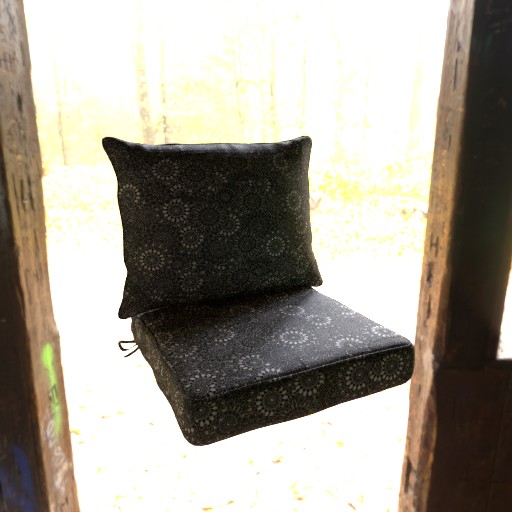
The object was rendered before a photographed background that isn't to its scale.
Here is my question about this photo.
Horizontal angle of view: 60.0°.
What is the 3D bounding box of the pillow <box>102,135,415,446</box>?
[{"bbox_3d":[0.000,0.000,1.369,0.798,0.722,0.740,-7,17,-25],"label":"pillow"}]
